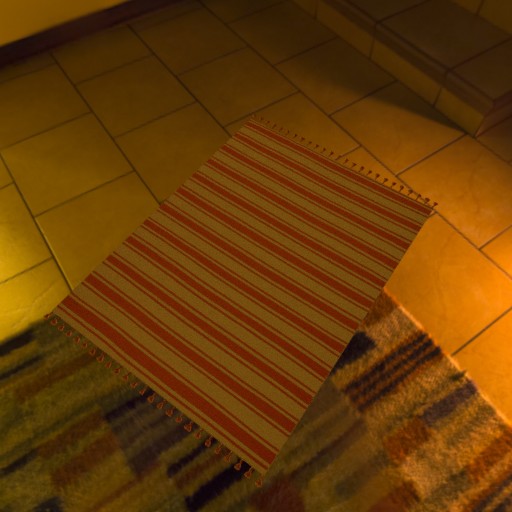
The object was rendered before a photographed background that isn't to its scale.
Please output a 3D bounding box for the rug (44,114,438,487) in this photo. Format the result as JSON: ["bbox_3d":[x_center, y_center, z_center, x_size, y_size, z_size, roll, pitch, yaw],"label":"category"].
[{"bbox_3d":[0.000,0.000,4.452,2.451,0.035,3.369,31,64,18],"label":"rug"}]
